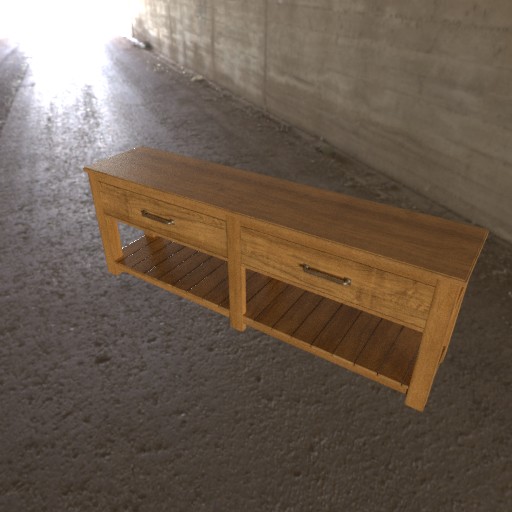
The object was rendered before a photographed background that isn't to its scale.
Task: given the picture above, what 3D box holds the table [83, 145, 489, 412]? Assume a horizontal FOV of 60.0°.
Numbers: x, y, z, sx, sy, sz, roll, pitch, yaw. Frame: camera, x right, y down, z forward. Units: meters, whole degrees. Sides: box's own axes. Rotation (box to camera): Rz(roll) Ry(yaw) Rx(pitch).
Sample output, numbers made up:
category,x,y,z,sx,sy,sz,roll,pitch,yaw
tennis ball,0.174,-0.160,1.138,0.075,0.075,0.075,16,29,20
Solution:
category,x,y,z,sx,sy,sz,roll,pitch,yaw
table,0.000,0.000,2.101,1.815,0.635,0.425,19,37,28
